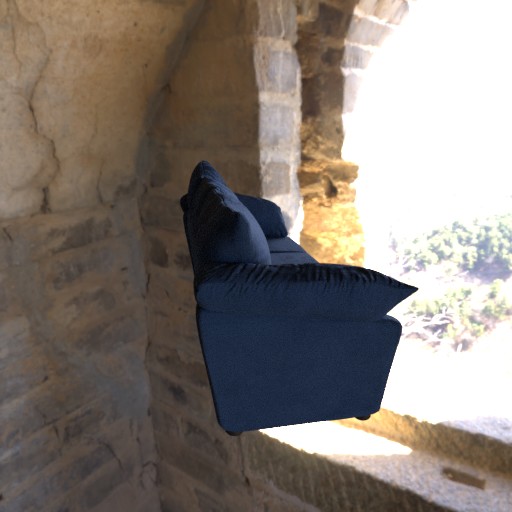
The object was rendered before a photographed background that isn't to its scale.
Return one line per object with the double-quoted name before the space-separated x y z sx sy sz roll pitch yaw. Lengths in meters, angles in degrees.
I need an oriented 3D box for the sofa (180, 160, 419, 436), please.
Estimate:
"sofa" 0.000 0.000 2.839 0.907 1.091 2.390 -3 16 -10
